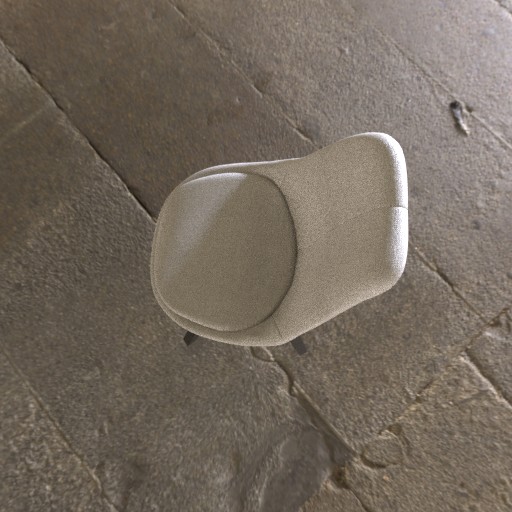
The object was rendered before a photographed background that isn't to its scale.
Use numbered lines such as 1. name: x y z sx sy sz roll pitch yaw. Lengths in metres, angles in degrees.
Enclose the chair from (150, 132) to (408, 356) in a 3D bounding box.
1. chair: 0.000 0.000 1.194 0.550 0.850 0.485 4 75 1
